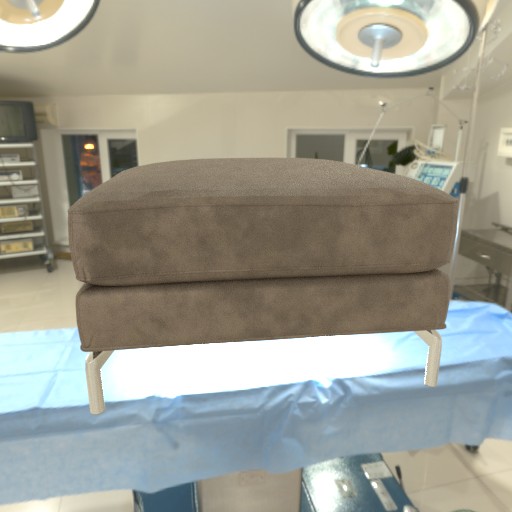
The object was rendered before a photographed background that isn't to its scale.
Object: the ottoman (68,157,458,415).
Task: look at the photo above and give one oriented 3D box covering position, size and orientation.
[{"bbox_3d":[0.000,0.000,1.062,0.719,0.456,0.520,-2,16,-8],"label":"ottoman"}]
